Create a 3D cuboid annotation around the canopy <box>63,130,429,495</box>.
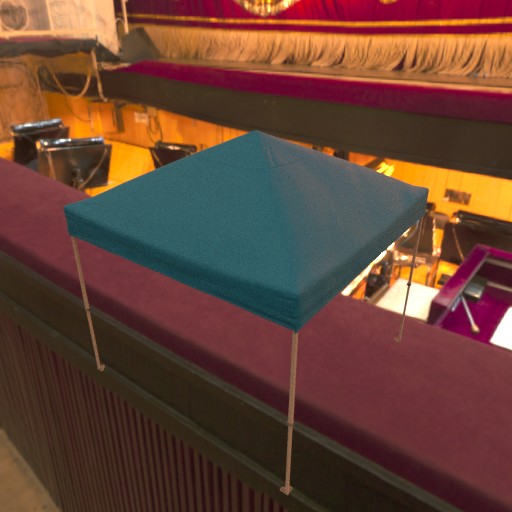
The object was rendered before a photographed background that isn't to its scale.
[{"bbox_3d":[0.000,0.000,5.376,2.998,2.997,2.996,19,33,32],"label":"canopy"}]
